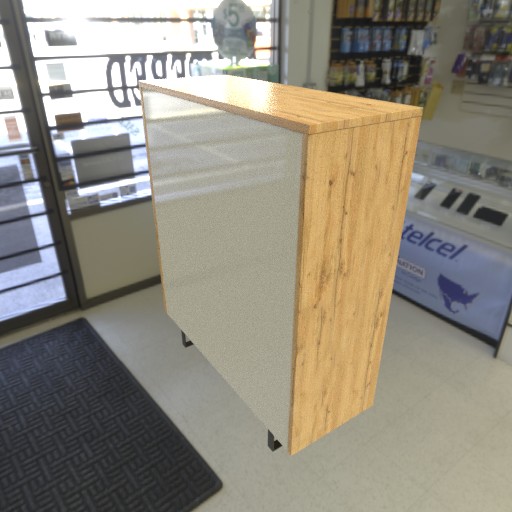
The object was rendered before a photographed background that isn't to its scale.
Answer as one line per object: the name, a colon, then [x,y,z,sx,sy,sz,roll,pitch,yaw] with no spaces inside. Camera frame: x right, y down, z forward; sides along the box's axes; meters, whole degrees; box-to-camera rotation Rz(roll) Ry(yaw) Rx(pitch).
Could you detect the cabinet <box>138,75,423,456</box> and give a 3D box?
cabinet: [0.000,0.000,1.990,0.473,1.397,1.168,-18,32,-30]
